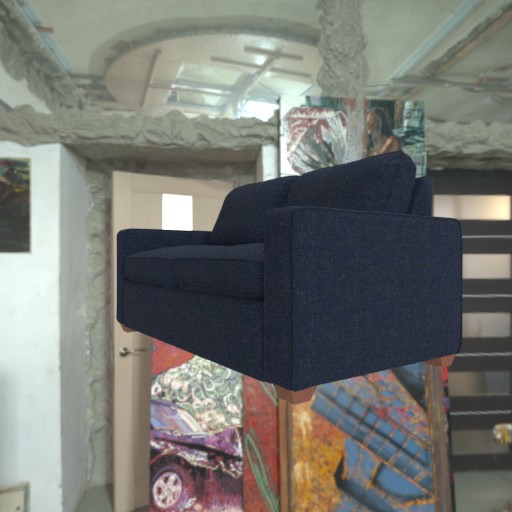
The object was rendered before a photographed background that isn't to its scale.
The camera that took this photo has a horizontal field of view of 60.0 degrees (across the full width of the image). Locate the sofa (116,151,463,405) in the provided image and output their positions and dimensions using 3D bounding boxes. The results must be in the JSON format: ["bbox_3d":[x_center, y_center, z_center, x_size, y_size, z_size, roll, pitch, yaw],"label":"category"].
[{"bbox_3d":[0.000,0.000,2.269,0.947,0.918,1.709,0,0,-35],"label":"sofa"}]
